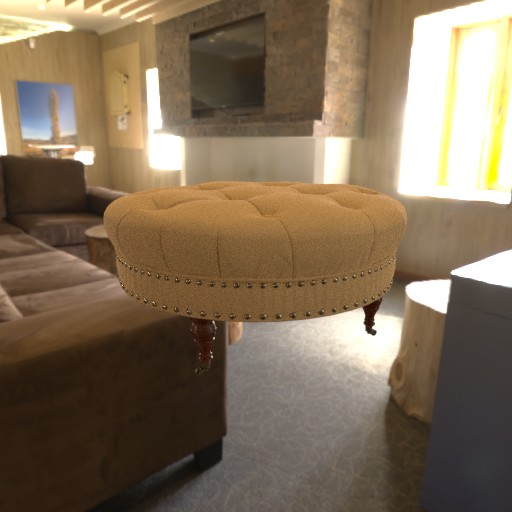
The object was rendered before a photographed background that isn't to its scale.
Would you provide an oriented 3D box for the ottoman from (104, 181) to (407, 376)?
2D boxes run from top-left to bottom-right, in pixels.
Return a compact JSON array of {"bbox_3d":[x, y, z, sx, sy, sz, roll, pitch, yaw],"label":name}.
[{"bbox_3d":[0.000,0.000,1.417,0.901,0.439,0.901,0,15,0],"label":"ottoman"}]
